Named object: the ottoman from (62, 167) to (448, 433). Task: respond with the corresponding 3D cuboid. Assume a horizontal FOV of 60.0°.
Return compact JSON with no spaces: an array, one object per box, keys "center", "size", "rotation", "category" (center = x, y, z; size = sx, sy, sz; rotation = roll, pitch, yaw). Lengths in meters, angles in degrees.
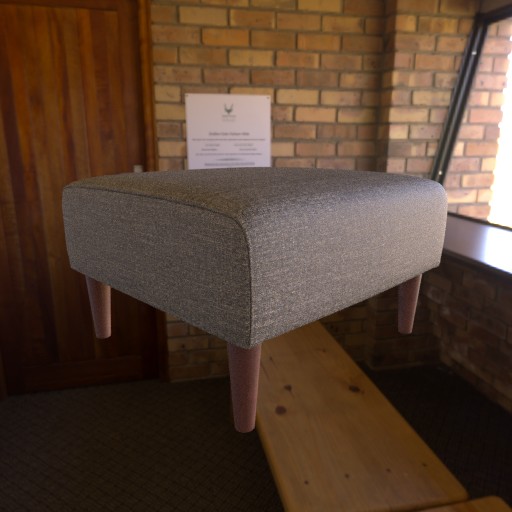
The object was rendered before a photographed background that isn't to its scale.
[{"center":[0.000,0.000,1.052],"size":[0.655,0.399,0.648],"rotation":[-14,20,-43],"category":"ottoman"}]
